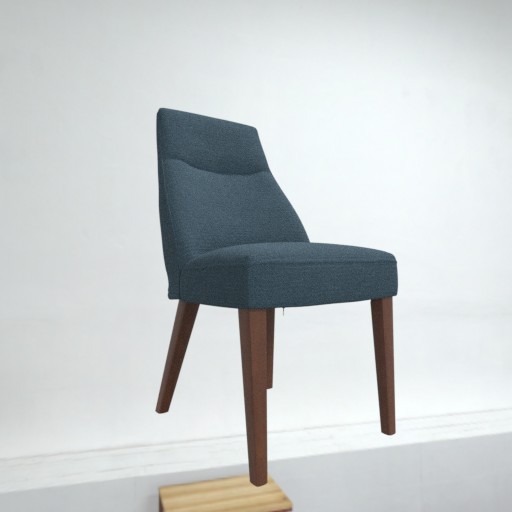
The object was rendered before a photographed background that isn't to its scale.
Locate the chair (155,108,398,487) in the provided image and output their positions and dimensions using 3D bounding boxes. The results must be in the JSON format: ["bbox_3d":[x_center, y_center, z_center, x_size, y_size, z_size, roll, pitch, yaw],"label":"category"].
[{"bbox_3d":[0.000,0.000,1.269,0.500,0.930,0.620,0,0,-36],"label":"chair"}]
